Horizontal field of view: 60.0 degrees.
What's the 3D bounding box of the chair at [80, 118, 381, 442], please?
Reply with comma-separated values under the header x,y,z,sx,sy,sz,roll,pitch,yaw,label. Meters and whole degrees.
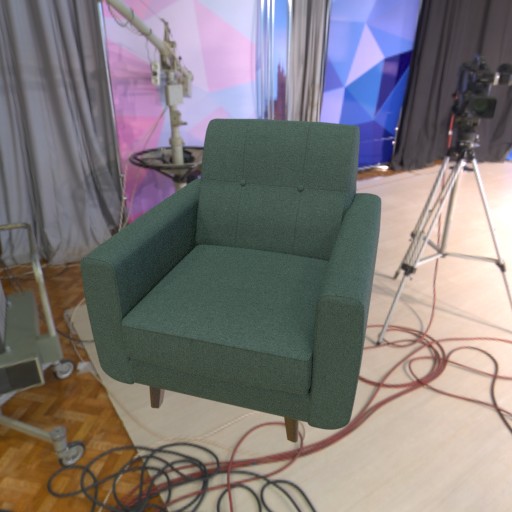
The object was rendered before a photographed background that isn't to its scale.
x,y,z,sx,sy,sz,roll,pitch,yaw,label
0.000,0.000,1.597,0.831,0.841,0.909,8,27,15,chair
